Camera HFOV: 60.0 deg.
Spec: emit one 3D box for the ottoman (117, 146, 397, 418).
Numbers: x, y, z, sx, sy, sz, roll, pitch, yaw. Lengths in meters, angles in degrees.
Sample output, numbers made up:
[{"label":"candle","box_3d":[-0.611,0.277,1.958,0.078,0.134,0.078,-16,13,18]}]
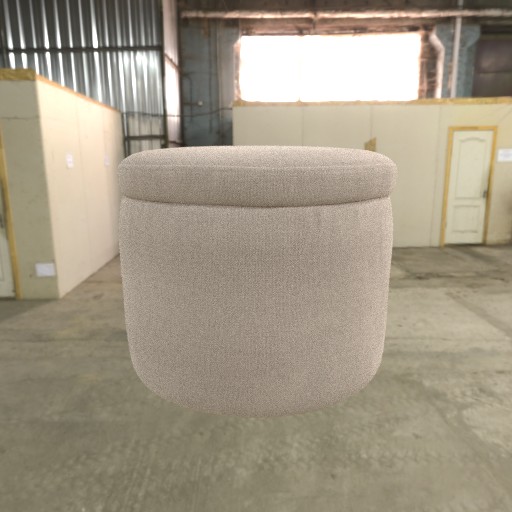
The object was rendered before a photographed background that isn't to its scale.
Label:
[{"label":"ottoman","box_3d":[0.000,0.000,0.852,0.497,0.409,0.497,0,13,0]}]
